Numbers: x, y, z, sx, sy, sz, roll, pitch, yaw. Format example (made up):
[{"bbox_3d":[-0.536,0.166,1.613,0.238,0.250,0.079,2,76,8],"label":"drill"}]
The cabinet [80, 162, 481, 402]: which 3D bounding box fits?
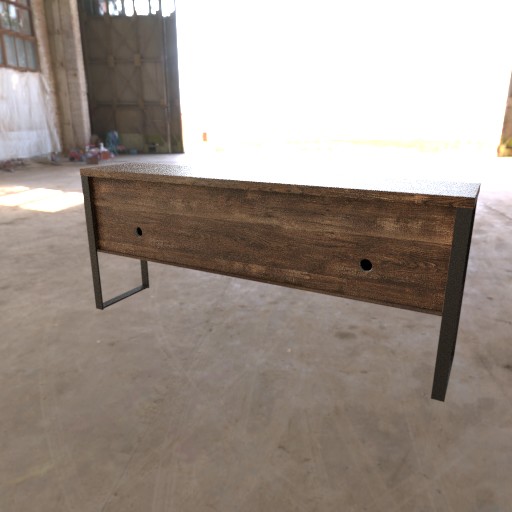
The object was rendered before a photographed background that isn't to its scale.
[{"bbox_3d":[0.000,0.000,2.099,1.800,0.762,0.395,9,19,27],"label":"cabinet"}]
